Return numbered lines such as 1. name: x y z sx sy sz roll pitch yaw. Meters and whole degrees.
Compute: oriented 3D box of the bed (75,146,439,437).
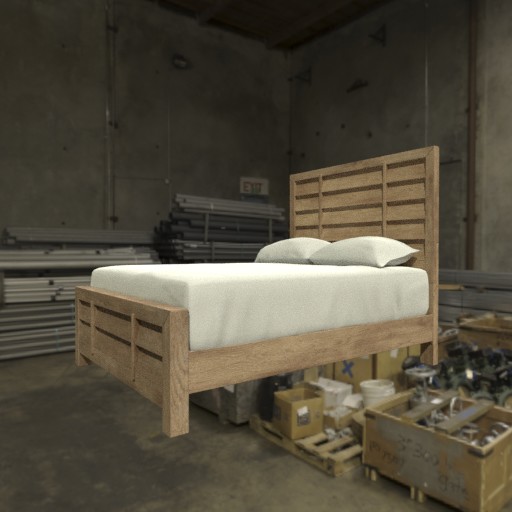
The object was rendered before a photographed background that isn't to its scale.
1. bed: 0.000 0.000 3.312 2.197 1.626 1.626 -1 1 -36
